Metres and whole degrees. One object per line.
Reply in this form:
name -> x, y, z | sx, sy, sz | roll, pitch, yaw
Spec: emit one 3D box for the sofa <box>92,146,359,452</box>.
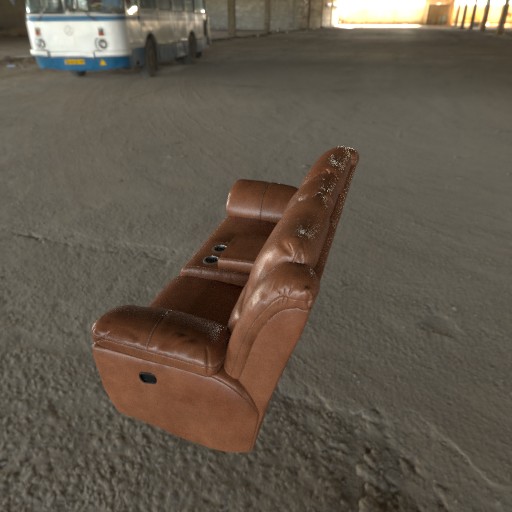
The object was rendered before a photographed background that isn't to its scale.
sofa -> 0.000, 0.000, 2.669 | 0.991, 1.043, 2.058 | 8, 30, 14
